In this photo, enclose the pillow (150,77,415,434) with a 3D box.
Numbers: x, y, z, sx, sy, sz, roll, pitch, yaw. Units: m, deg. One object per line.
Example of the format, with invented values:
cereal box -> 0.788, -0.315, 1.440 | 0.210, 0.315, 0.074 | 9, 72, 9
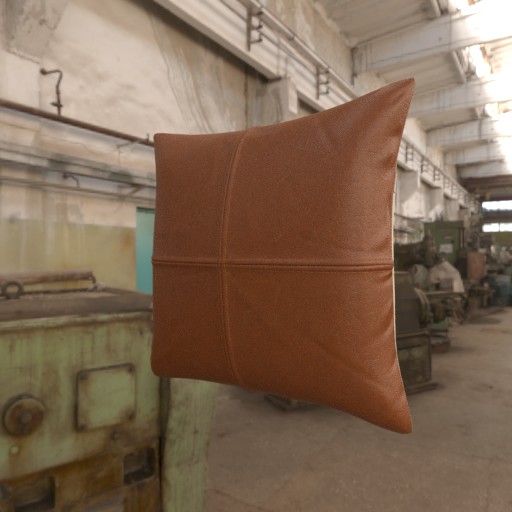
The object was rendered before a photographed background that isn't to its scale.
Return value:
pillow -> 0.000, 0.000, 0.723 | 0.501, 0.477, 0.192 | 0, 0, 35
